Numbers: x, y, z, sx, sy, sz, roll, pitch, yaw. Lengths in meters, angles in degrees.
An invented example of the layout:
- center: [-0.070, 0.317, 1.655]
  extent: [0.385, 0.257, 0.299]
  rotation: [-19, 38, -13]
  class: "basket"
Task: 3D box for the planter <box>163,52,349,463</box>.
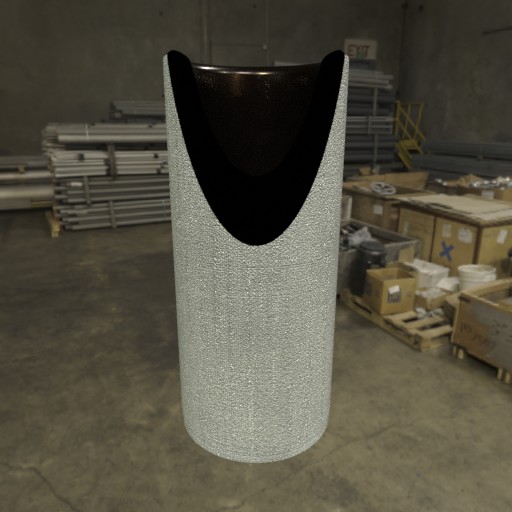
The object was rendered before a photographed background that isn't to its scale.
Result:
- center: [0.000, 0.000, 0.124]
  extent: [0.045, 0.103, 0.045]
  rotation: [-7, 18, -23]
  class: "planter"
